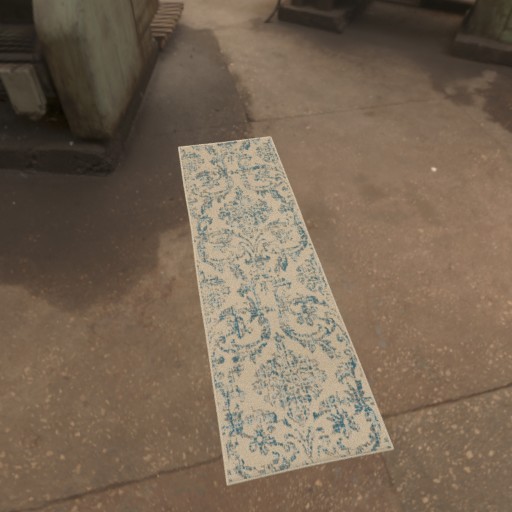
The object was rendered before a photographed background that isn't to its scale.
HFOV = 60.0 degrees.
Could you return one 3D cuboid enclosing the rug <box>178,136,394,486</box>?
[{"bbox_3d":[0.000,0.000,2.401,0.662,0.011,2.196,-9,49,-8],"label":"rug"}]
